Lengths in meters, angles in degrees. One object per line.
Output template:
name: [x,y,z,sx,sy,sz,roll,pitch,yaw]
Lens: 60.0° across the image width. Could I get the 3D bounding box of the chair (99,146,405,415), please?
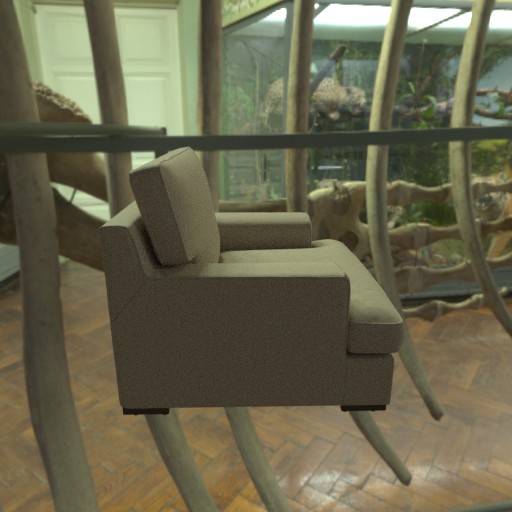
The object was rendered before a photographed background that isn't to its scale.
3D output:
chair: [0.000,0.000,2.198,1.274,1.005,1.293,-3,18,-9]
